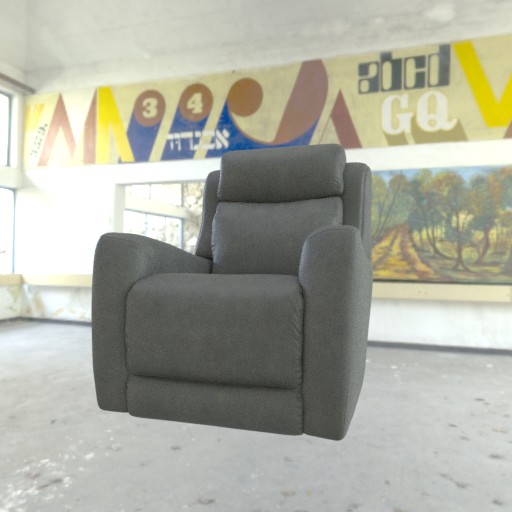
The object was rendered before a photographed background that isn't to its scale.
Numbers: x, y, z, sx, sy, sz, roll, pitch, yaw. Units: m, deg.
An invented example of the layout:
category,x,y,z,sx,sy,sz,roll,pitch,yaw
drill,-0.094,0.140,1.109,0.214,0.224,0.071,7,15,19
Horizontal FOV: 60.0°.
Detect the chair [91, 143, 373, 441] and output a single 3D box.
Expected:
category,x,y,z,sx,sy,sz,roll,pitch,yaw
chair,0.000,0.000,1.908,0.967,1.116,1.068,0,0,19
